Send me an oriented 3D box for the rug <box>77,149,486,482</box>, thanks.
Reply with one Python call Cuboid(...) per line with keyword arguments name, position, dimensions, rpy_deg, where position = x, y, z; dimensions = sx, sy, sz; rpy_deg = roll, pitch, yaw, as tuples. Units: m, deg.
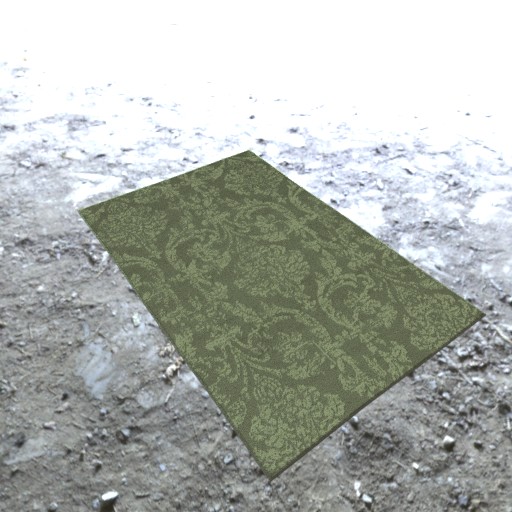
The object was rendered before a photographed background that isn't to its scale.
Cuboid(name="rug", position=(0.000, 0.000, 2.249), dimensions=(1.206, 0.012, 1.824), rpy_deg=(-26, 48, -26))
